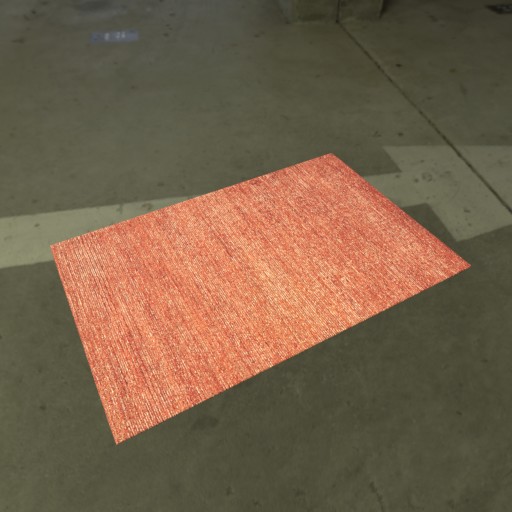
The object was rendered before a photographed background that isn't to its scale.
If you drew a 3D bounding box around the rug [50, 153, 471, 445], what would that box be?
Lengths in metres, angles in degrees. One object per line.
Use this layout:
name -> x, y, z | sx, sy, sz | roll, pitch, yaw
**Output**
rug -> 0.000, 0.000, 2.186 | 1.747, 0.011, 1.139 | -22, 49, -20
